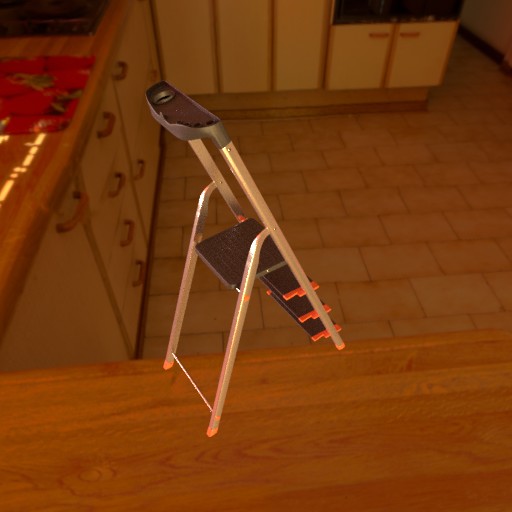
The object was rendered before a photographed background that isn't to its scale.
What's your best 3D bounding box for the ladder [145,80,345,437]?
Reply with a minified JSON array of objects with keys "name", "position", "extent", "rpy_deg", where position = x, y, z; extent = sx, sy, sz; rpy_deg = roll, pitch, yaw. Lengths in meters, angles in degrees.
[{"name":"ladder","position":[0.000,0.000,1.793],"extent":[0.834,1.429,0.452],"rpy_deg":[-26,50,-25]}]
